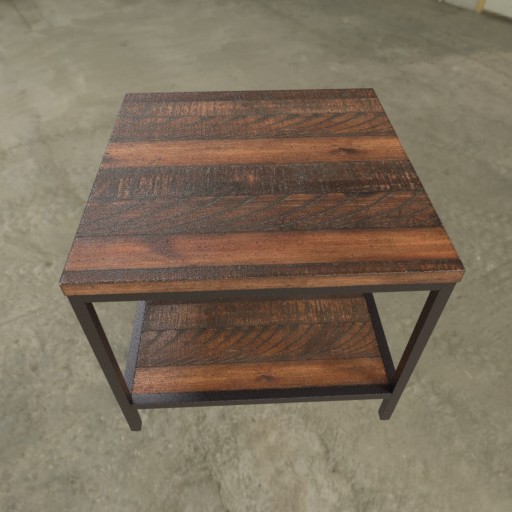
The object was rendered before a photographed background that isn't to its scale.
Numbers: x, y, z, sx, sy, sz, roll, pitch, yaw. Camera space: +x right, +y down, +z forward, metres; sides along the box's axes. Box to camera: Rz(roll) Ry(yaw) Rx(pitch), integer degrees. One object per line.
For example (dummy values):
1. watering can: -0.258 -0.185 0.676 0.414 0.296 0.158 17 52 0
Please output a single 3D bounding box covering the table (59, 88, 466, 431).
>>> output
1. table: 0.000 0.000 0.958 0.548 0.482 0.553 -2 46 -2
